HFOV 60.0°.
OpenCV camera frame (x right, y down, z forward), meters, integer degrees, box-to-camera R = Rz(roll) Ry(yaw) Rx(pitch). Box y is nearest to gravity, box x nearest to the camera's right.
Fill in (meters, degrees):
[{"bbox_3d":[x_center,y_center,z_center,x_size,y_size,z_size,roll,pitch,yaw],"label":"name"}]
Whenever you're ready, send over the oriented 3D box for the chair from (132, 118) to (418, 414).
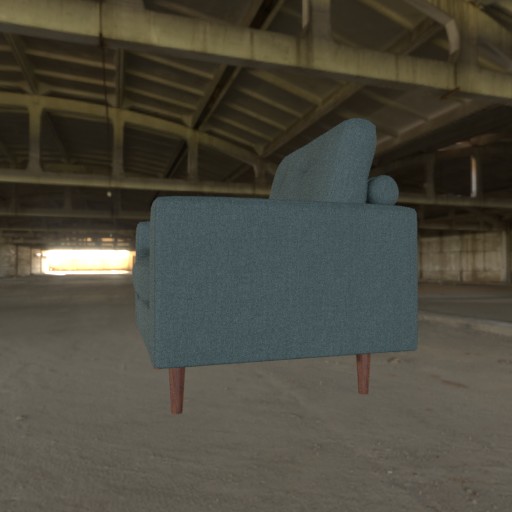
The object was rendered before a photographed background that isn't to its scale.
[{"bbox_3d":[0.000,0.000,1.596,0.843,0.880,0.821,0,-1,-18],"label":"chair"}]
